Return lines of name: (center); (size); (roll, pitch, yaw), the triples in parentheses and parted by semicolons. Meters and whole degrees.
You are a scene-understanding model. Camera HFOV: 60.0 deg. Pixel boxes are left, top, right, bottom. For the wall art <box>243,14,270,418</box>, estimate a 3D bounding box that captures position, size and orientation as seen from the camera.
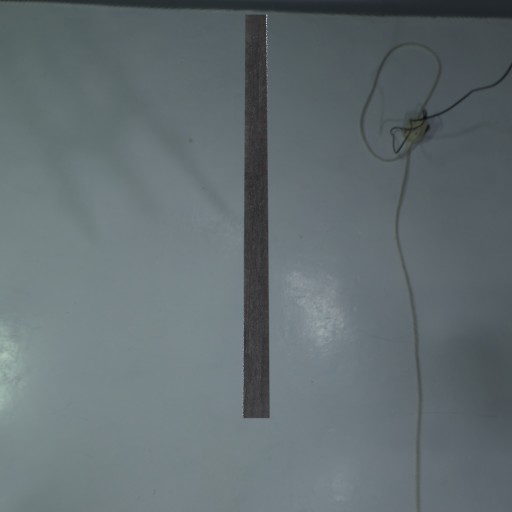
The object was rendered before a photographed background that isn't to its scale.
wall art: (0.000, 0.000, 0.779); (0.027, 0.580, 0.479); (0, 76, 0)
